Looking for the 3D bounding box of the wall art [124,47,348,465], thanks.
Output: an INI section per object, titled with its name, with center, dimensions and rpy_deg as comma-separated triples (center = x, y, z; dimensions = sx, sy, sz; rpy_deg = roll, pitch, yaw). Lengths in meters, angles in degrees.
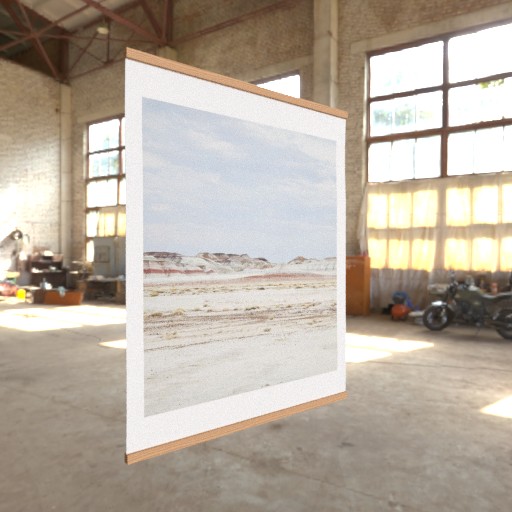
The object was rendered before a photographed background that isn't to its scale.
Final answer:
[wall art]
center = 0.000, 0.000, 0.665
dimensions = 0.404, 0.507, 0.010
rpy_deg = 0, 1, -38
